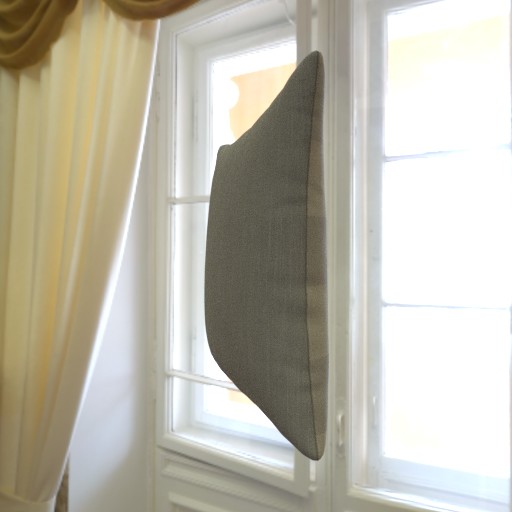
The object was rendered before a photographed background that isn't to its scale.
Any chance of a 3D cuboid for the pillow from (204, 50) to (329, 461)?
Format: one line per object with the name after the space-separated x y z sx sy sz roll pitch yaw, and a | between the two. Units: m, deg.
0.000 0.000 0.786 0.161 0.509 0.511 0 0 -17 | pillow
